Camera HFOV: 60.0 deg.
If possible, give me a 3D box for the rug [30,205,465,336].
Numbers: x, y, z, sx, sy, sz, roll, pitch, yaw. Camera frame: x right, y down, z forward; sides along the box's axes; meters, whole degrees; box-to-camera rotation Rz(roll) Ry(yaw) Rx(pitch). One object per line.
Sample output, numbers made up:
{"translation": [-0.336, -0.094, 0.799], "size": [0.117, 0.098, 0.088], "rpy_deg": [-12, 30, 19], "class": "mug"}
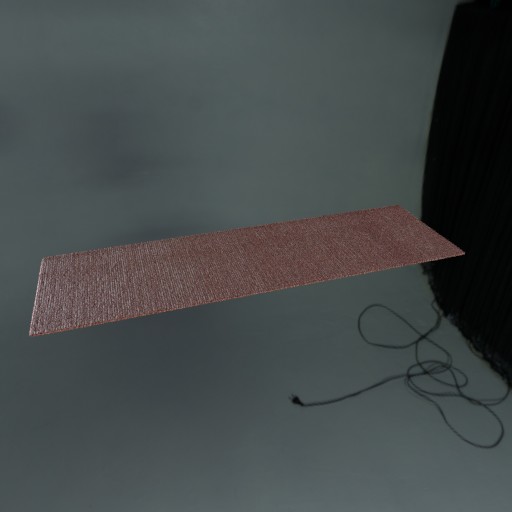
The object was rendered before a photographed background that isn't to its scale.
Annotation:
{"translation": [0.000, 0.000, 2.518], "size": [2.307, 0.012, 0.687], "rpy_deg": [-10, 33, -15], "class": "rug"}
